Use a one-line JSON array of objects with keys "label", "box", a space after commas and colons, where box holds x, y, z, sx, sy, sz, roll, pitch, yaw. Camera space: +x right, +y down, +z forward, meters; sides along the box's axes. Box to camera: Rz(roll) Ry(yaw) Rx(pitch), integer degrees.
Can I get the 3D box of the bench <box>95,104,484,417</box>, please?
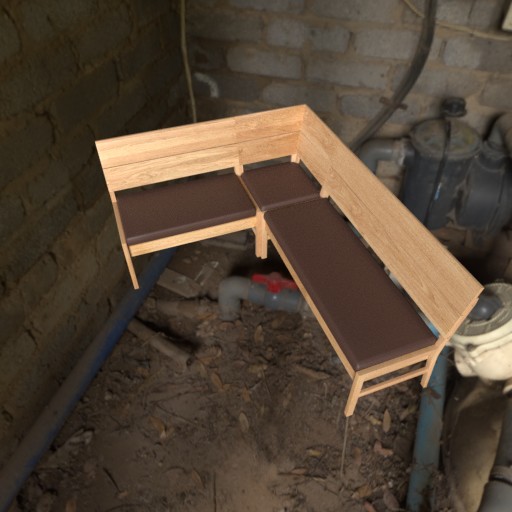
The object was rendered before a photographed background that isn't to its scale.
[{"label": "bench", "box": [0.000, 0.000, 2.806, 1.549, 0.890, 1.975, -15, 47, -15]}]
